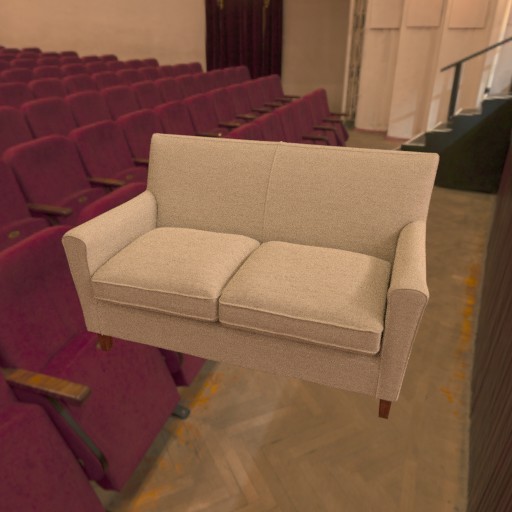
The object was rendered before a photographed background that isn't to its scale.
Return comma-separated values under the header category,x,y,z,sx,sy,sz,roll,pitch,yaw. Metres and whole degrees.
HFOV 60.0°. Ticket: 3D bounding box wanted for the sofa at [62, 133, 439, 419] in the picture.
category,x,y,z,sx,sy,sz,roll,pitch,yaw
sofa,0.000,0.000,2.072,1.482,0.892,0.891,9,28,17
